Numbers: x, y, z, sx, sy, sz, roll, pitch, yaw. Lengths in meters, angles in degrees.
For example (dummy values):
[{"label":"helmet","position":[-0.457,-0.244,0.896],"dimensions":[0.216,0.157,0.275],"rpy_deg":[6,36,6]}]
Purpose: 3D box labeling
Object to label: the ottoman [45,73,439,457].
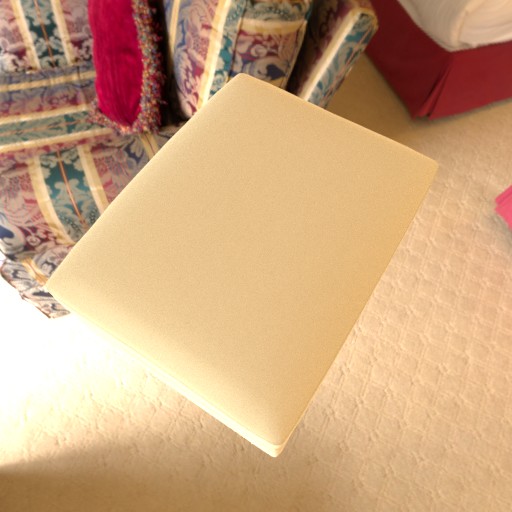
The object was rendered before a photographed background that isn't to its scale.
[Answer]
[{"label":"ottoman","position":[0.000,0.000,1.124],"dimensions":[0.584,0.513,0.741],"rpy_deg":[30,67,14]}]
